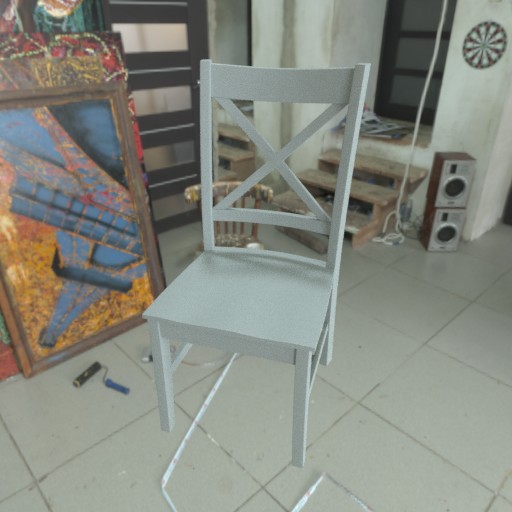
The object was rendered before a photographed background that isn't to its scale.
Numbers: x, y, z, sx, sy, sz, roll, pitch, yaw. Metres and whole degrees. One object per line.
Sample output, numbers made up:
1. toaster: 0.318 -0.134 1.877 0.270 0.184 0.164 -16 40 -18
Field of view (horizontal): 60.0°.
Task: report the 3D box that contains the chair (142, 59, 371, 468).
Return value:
1. chair: 0.000 0.000 1.259 0.485 0.983 0.542 8 29 15
